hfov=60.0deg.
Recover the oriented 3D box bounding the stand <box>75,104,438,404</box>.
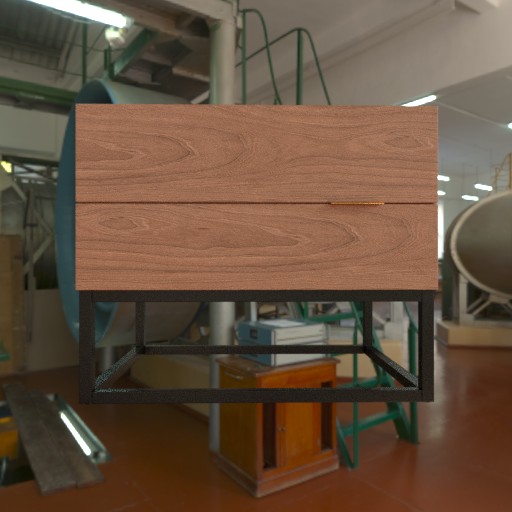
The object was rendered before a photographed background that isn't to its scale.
[{"bbox_3d":[0.000,0.000,0.927,0.600,0.500,0.420,0,0,-1],"label":"stand"}]
